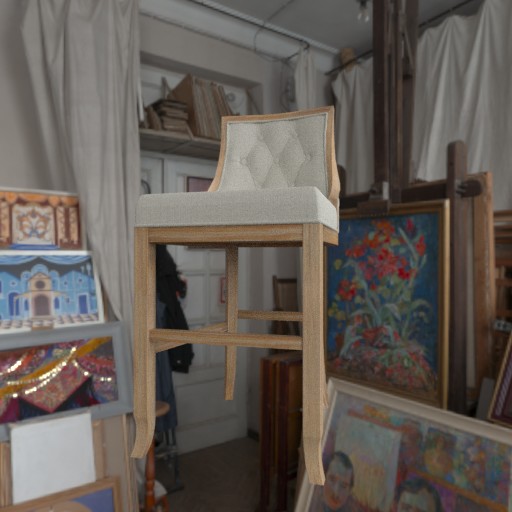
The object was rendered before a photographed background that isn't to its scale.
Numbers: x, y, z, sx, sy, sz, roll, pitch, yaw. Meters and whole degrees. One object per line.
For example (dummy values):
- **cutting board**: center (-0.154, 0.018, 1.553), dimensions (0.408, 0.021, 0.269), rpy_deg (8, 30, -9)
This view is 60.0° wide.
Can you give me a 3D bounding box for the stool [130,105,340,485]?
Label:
- **stool**: center (0.000, 0.000, 1.430), dimensions (0.524, 1.101, 0.626), rpy_deg (0, 0, 17)
